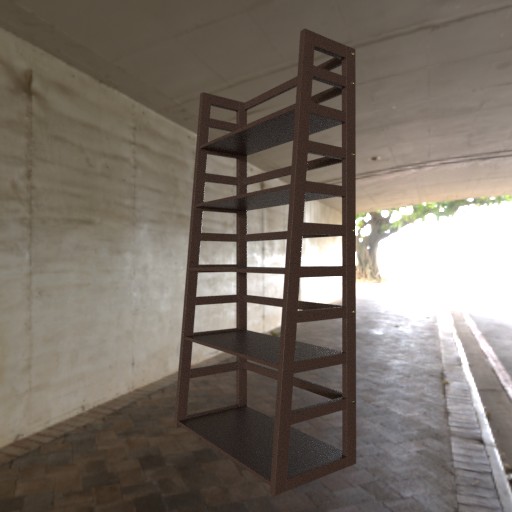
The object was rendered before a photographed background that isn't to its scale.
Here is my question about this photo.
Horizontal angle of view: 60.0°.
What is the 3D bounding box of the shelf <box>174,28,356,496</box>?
[{"bbox_3d":[0.000,0.000,1.900,0.403,1.600,0.763,0,-1,-36],"label":"shelf"}]
